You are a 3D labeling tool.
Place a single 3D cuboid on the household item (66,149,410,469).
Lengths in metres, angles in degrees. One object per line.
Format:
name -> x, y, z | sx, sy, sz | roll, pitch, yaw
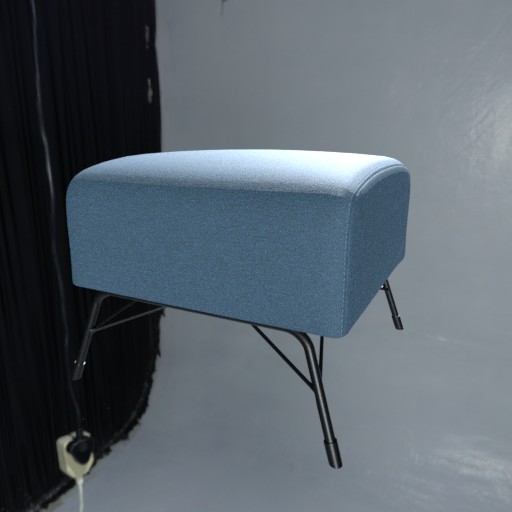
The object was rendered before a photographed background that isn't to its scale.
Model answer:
household item -> 0.000, 0.000, 0.899 | 0.530, 0.420, 0.530 | 8, 17, 26
